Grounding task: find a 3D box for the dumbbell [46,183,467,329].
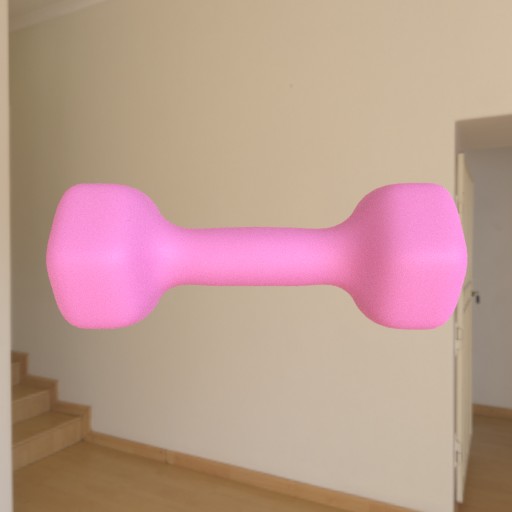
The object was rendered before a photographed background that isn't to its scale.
[{"bbox_3d":[0.000,0.000,0.184,0.159,0.058,0.064,0,1,1],"label":"dumbbell"}]
